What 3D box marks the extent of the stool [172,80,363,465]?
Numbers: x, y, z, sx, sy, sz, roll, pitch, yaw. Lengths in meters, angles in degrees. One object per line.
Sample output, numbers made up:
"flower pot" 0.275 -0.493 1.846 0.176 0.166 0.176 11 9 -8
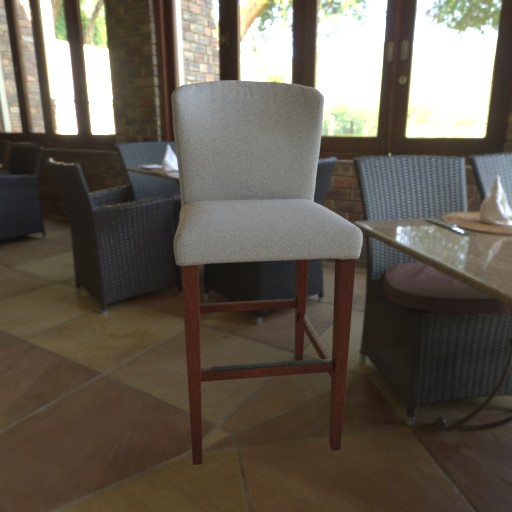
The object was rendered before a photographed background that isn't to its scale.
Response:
"stool" 0.000 0.000 1.378 0.479 1.069 0.568 -2 16 -8
